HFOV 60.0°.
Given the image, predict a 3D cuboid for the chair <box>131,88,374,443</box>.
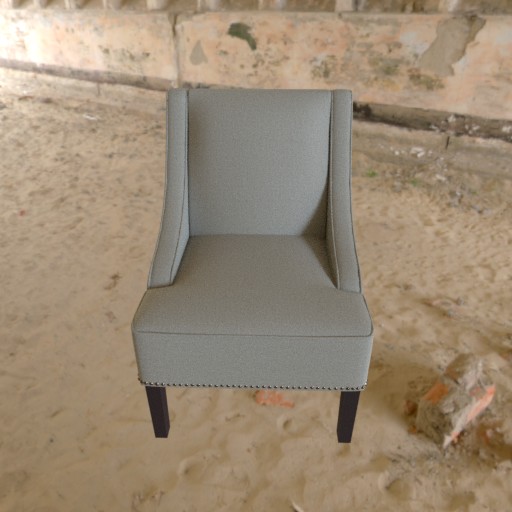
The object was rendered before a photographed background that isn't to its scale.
[{"bbox_3d":[0.000,0.000,1.365,0.610,0.864,0.737,1,30,2],"label":"chair"}]
